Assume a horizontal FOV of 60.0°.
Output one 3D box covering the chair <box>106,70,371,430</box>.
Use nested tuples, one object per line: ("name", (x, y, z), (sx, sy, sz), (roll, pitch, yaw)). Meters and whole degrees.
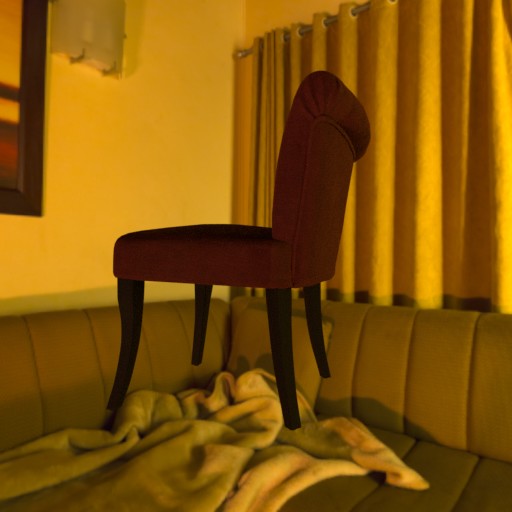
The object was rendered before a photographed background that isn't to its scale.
("chair", (0.000, 0.000, 1.212), (0.605, 0.750, 0.582), (0, 0, 18))
